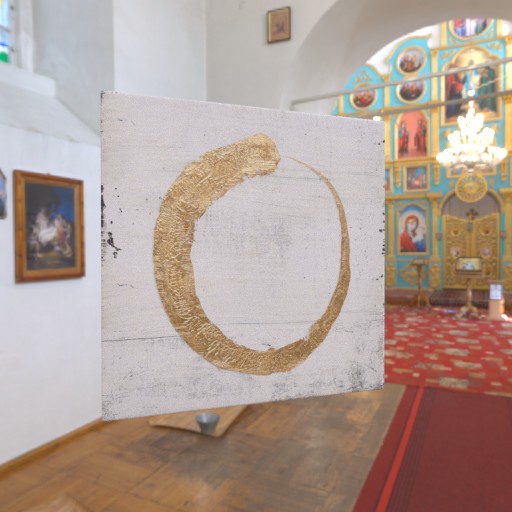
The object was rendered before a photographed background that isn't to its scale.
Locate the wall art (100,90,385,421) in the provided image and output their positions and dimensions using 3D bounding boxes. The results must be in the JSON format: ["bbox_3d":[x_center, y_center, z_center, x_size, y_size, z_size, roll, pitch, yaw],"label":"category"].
[{"bbox_3d":[0.000,0.000,1.155,0.762,0.762,0.038,0,1,-19],"label":"wall art"}]
